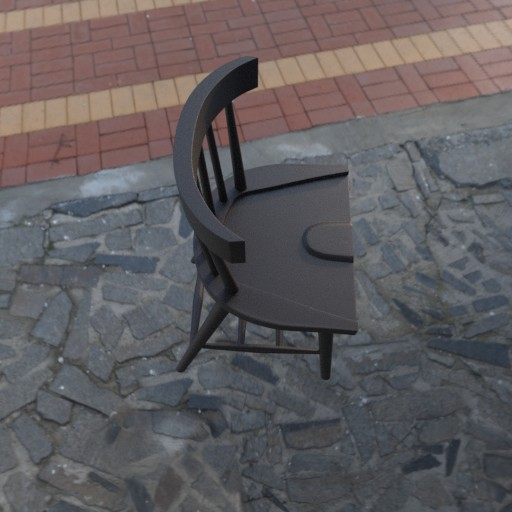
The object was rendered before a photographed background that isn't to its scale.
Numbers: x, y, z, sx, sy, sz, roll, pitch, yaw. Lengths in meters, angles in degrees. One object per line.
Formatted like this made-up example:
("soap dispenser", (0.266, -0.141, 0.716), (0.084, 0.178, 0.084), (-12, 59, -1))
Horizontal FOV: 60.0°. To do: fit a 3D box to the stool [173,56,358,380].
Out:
("stool", (0.000, 0.000, 1.257), (0.549, 0.953, 0.494), (3, 62, 1))
